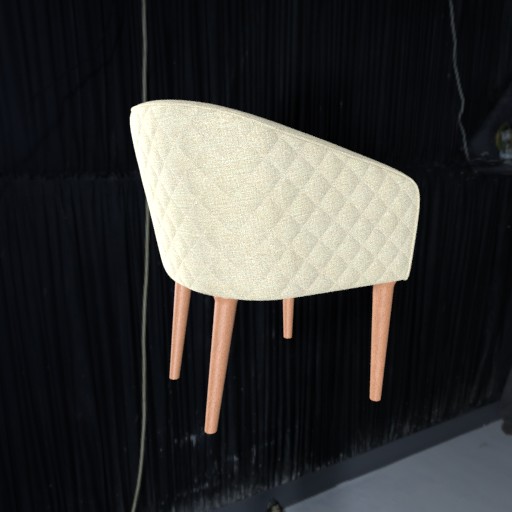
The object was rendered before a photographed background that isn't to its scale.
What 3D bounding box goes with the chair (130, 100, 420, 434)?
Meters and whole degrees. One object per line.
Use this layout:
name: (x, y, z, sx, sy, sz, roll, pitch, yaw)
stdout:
chair: (0.000, 0.000, 1.217, 0.616, 0.775, 0.584, -7, 16, -27)
